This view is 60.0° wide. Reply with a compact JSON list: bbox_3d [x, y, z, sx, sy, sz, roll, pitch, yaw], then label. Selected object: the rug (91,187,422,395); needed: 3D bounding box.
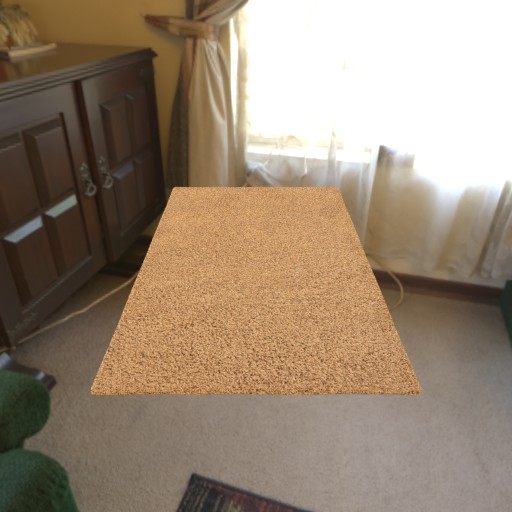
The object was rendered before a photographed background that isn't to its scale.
[{"bbox_3d":[0.000,0.000,3.069,1.524,0.030,2.438,0,31,0],"label":"rug"}]
